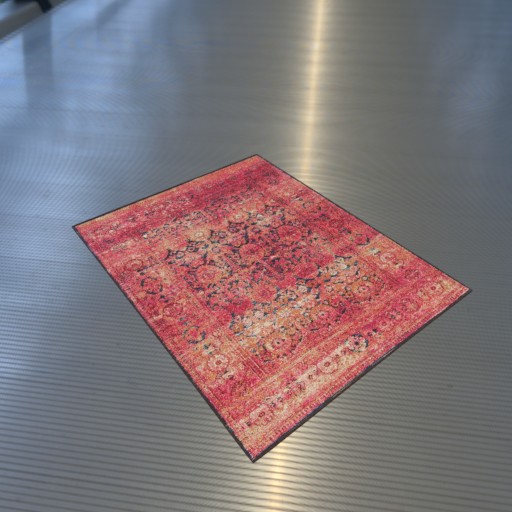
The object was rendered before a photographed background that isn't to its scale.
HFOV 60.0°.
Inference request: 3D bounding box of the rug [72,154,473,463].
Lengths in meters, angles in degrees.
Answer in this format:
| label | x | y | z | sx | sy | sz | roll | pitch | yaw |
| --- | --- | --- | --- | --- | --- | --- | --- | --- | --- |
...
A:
| label | x | y | z | sx | sy | sz | roll | pitch | yaw |
| --- | --- | --- | --- | --- | --- | --- | --- | --- | --- |
| rug | 0.000 | 0.000 | 4.178 | 2.411 | 0.020 | 3.032 | -28 | 49 | -27 |
